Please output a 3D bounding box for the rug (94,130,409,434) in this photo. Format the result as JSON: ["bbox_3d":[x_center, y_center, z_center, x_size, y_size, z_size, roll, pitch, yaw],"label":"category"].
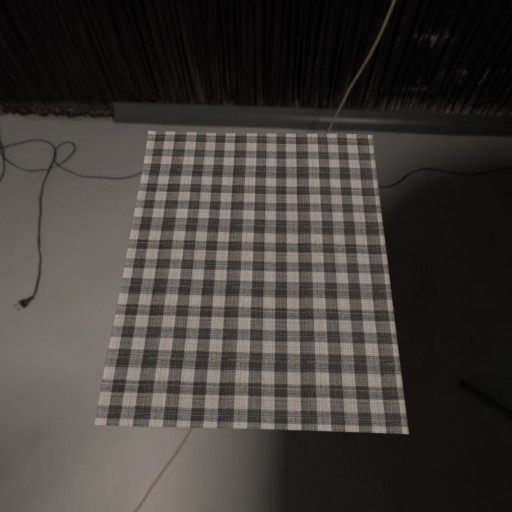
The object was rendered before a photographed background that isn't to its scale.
[{"bbox_3d":[0.000,0.000,4.114,2.432,0.013,3.021,1,63,1],"label":"rug"}]
